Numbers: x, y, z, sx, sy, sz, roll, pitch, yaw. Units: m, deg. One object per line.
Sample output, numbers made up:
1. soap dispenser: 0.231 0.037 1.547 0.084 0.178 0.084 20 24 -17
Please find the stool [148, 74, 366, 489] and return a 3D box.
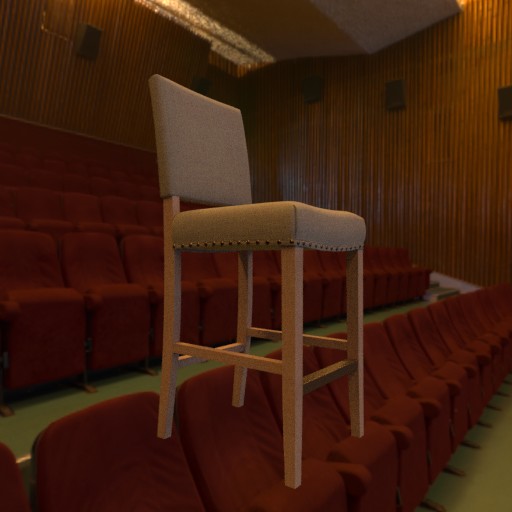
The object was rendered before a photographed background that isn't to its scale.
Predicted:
1. stool: 0.000 0.000 1.450 0.585 1.173 0.445 0 0 37
